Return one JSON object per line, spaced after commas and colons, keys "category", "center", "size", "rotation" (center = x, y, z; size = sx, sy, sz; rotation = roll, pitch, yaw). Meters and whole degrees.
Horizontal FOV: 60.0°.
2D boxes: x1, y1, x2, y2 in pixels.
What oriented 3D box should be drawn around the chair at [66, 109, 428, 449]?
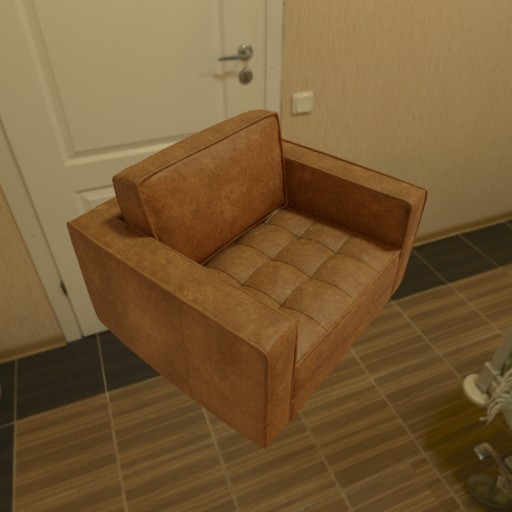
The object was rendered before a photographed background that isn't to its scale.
{"category": "chair", "center": [0.000, 0.000, 1.535], "size": [0.798, 0.767, 0.928], "rotation": [27, 47, 29]}
